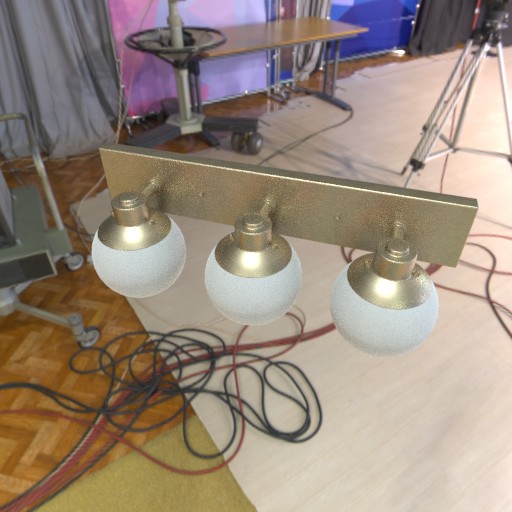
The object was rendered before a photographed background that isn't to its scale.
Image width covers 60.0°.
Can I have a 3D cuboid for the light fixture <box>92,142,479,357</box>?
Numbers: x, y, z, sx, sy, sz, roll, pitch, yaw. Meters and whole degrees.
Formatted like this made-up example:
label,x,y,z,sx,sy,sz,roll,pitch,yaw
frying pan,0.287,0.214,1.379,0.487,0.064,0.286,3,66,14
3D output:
label,x,y,z,sx,sy,sz,roll,pitch,yaw
light fixture,0.000,0.000,0.840,0.721,0.263,0.218,11,41,14
